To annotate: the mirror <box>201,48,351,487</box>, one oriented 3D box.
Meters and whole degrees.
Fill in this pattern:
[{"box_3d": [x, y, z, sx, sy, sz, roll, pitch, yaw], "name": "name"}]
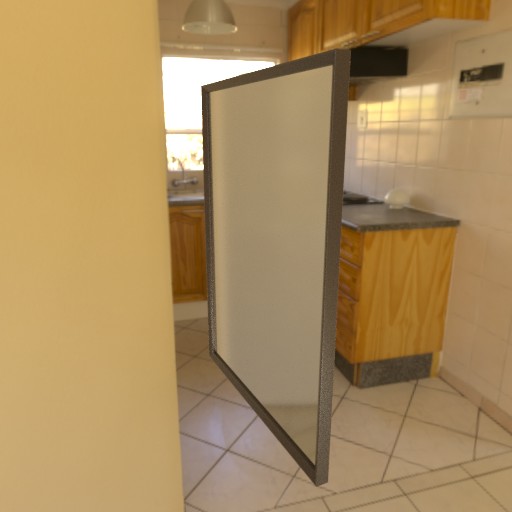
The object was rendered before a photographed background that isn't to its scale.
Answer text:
[{"box_3d": [0.000, 0.000, 1.319, 0.041, 1.016, 0.762, -8, 17, -25], "name": "mirror"}]
